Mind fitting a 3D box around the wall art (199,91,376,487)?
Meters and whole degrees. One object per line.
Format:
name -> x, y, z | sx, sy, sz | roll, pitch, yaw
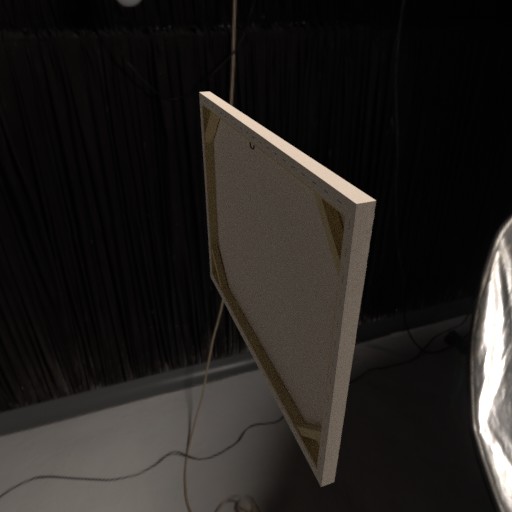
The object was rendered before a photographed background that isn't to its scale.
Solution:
wall art -> 0.000, 0.000, 1.321 | 0.038, 0.762, 1.016 | -11, 32, -18
